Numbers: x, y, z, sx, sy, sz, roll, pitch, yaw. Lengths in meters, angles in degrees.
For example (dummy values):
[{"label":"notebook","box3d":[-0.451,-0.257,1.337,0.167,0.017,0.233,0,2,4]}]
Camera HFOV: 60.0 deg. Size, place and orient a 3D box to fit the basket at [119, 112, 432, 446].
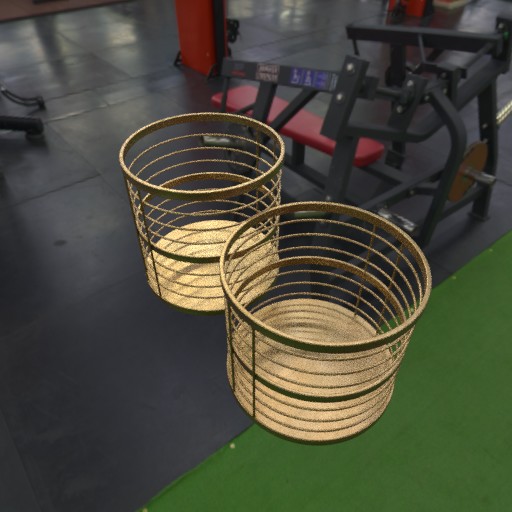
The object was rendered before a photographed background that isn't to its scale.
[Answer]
[{"label":"basket","box3d":[0.000,0.000,0.960,0.356,0.351,0.746,-26,48,-26]}]
